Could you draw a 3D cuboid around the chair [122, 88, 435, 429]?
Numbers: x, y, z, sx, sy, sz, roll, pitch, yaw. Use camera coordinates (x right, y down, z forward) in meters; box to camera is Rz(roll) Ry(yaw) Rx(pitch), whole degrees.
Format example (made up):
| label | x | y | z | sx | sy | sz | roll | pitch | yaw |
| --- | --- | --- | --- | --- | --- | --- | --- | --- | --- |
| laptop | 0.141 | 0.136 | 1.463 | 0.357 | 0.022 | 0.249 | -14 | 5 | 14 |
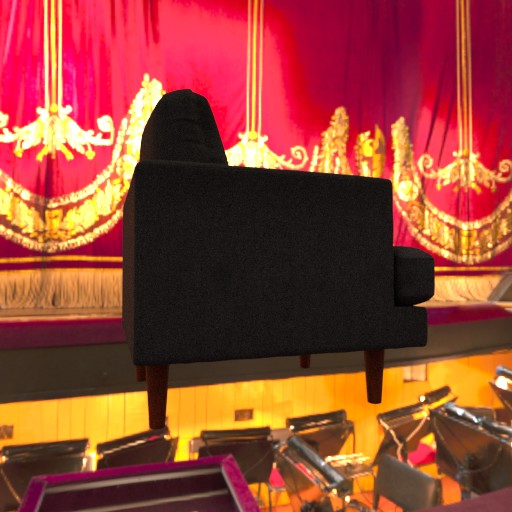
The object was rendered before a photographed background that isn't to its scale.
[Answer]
| label | x | y | z | sx | sy | sz | roll | pitch | yaw |
| --- | --- | --- | --- | --- | --- | --- | --- | --- | --- |
| chair | 0.000 | 0.000 | 1.603 | 0.899 | 0.957 | 0.858 | 0 | -2 | -19 |
